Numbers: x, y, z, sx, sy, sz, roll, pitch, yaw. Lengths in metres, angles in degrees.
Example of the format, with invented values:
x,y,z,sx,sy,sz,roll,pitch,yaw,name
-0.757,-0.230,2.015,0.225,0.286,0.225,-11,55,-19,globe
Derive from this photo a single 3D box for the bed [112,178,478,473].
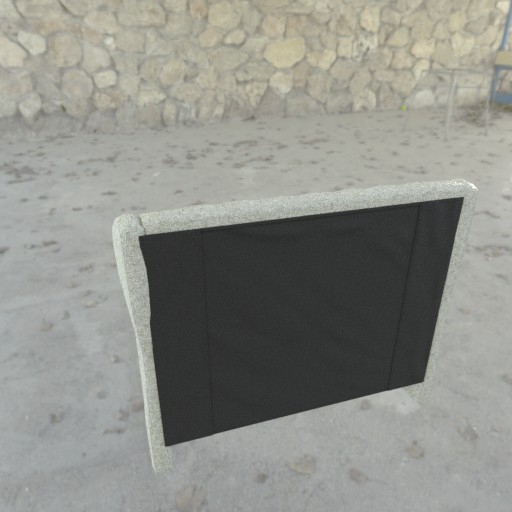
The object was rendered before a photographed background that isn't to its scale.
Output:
x,y,z,sx,sy,sz,roll,pitch,yaw,name
0.000,0.000,3.801,2.219,1.771,2.347,-8,28,-16,bed
